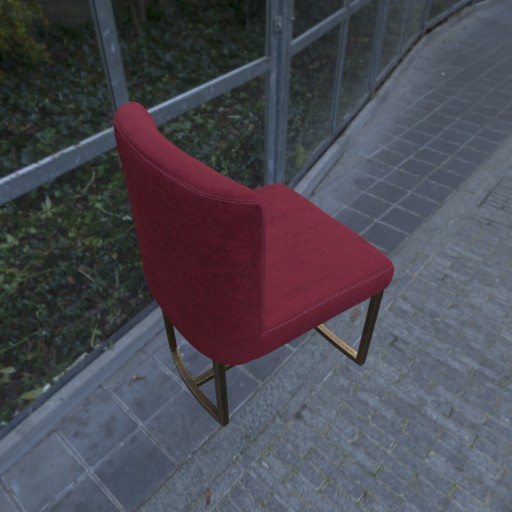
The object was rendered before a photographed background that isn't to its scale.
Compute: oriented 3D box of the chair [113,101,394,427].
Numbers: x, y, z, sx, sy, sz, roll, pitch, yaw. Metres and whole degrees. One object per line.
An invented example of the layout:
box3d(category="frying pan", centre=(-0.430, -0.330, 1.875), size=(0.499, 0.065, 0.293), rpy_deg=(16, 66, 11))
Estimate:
box3d(category="chair", centre=(0.000, 0.000, 1.210), size=(0.560, 0.824, 0.530), rpy_deg=(-25, 46, -26))
